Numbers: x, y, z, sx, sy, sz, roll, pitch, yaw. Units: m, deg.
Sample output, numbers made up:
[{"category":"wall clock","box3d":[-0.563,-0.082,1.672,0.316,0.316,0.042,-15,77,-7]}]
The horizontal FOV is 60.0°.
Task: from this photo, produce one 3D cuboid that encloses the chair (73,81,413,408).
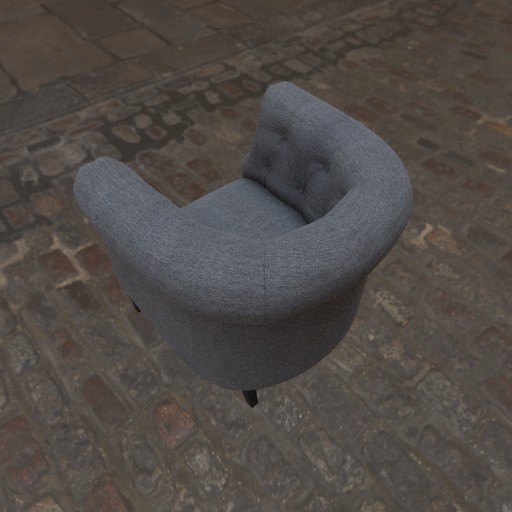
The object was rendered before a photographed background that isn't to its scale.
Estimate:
[{"category":"chair","box3d":[0.000,0.000,1.568,0.905,0.827,0.852,-32,56,-25]}]
